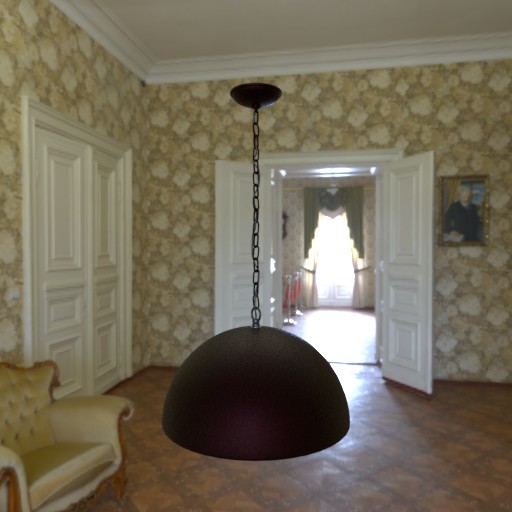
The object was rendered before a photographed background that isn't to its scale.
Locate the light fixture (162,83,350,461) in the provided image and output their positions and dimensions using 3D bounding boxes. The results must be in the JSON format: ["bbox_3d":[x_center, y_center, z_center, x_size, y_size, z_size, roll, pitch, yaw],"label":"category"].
[{"bbox_3d":[0.000,0.000,1.182,0.492,0.869,0.492,0,0,-36],"label":"light fixture"}]
